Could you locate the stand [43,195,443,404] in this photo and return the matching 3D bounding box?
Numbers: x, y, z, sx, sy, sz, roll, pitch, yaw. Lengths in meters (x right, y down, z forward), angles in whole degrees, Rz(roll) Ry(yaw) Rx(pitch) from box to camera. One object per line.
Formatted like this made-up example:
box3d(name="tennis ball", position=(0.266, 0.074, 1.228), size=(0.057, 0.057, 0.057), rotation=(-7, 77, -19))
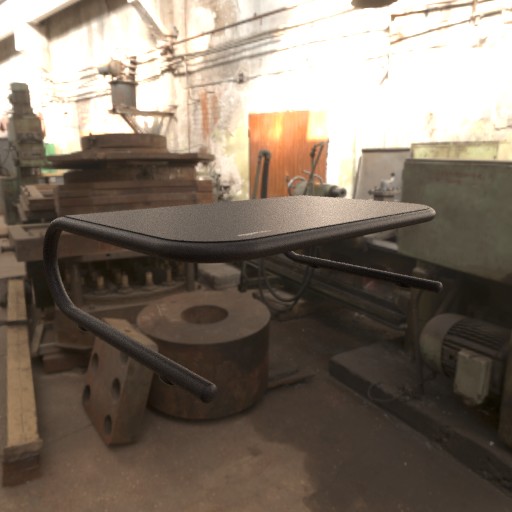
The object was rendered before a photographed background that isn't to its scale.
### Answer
box3d(name="stand", position=(0.000, 0.000, 0.503), size=(0.370, 0.108, 0.280), rotation=(-12, 17, -43))
